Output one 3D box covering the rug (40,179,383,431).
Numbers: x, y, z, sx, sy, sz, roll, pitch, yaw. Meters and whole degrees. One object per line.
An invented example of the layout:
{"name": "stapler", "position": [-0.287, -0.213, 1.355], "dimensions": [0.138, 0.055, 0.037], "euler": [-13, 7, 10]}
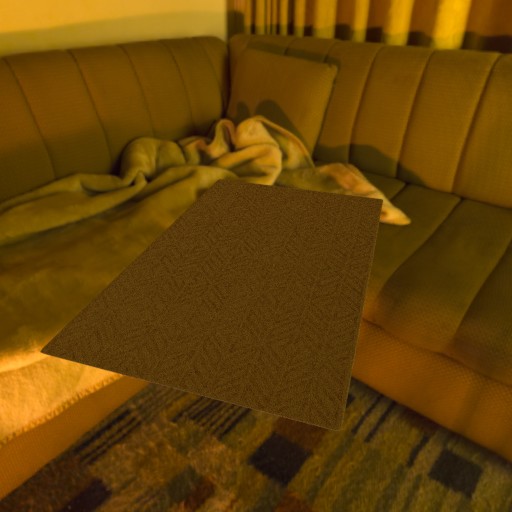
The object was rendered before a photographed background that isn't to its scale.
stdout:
{"name": "rug", "position": [0.000, 0.000, 3.027], "dimensions": [1.523, 0.008, 2.438], "euler": [10, 33, 15]}
